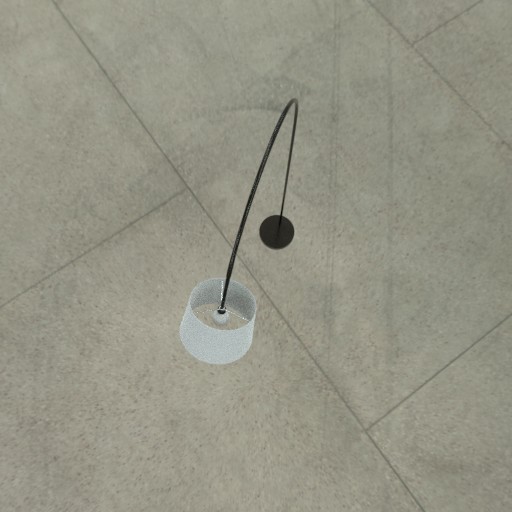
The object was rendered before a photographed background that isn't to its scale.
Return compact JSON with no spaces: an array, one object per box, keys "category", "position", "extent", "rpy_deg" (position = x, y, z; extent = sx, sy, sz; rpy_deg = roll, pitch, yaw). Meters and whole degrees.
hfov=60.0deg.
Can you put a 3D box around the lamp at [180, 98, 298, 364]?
[{"category":"lamp","position":[0.000,0.000,2.668],"extent":[0.331,2.104,1.363],"rpy_deg":[19,75,5]}]
